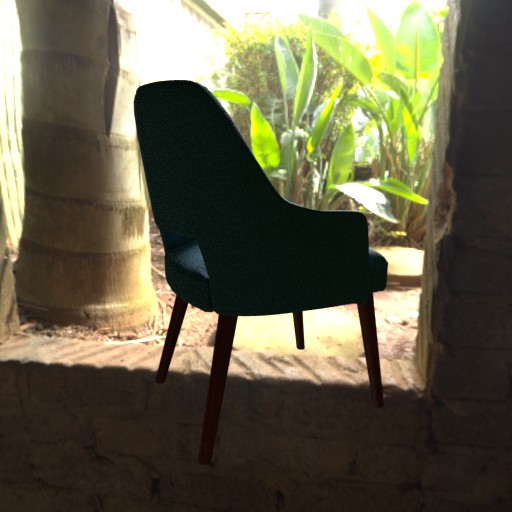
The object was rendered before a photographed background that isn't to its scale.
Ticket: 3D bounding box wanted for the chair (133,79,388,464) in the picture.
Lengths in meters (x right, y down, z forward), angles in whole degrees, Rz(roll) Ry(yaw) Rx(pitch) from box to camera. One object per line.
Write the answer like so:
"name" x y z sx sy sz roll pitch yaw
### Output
"chair" 0.000 0.000 1.221 0.605 0.849 0.548 -7 15 -26
